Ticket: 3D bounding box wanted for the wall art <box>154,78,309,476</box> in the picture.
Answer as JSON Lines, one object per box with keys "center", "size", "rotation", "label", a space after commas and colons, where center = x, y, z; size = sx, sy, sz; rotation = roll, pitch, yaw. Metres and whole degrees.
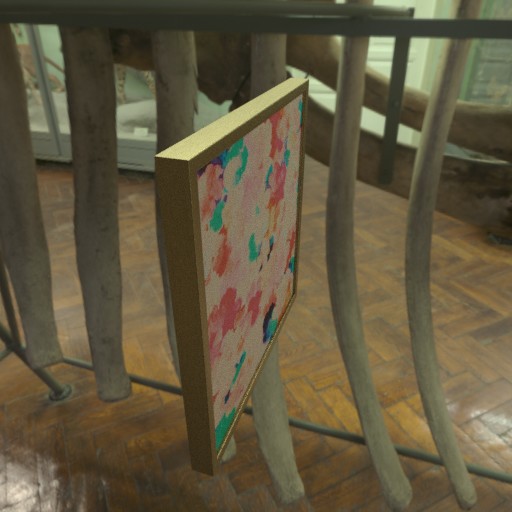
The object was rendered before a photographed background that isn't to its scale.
{"center": [0.000, 0.000, 0.774], "size": [0.037, 0.509, 0.510], "rotation": [10, 32, 17], "label": "wall art"}
